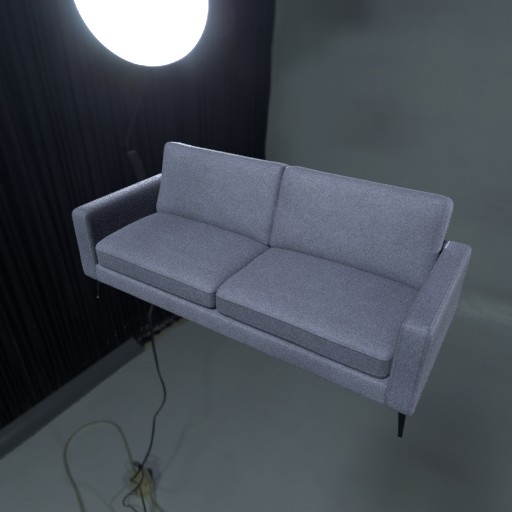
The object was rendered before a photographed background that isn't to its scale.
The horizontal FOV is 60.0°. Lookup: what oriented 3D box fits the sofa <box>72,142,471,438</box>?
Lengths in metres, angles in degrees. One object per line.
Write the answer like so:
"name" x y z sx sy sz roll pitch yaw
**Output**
"sofa" 0.000 0.000 2.320 1.925 0.828 0.774 18 34 28
